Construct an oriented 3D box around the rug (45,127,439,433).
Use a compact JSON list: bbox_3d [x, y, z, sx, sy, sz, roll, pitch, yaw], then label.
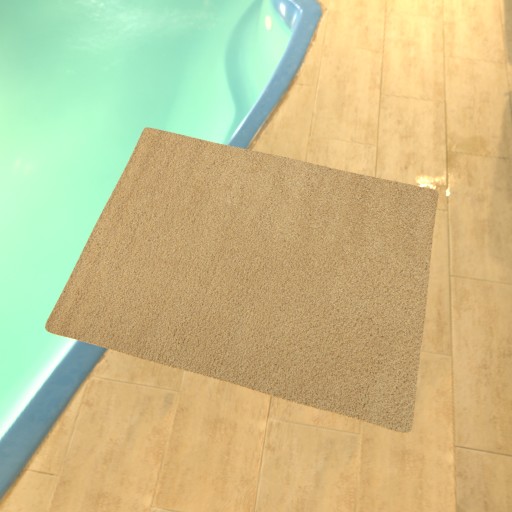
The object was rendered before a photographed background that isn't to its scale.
[{"bbox_3d":[0.000,0.000,2.097,1.600,0.025,1.199,14,64,7],"label":"rug"}]
